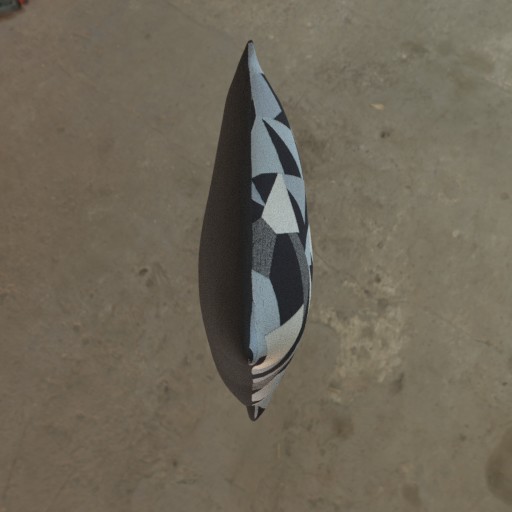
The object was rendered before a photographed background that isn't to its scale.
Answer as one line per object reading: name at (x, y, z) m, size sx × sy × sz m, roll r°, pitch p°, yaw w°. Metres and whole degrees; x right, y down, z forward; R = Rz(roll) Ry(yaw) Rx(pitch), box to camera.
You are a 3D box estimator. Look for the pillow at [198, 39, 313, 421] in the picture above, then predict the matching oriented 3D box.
pillow at (0.000, 0.000, 0.778) m, size 0.208 × 0.496 × 0.503 m, roll 0°, pitch 64°, yaw 0°
